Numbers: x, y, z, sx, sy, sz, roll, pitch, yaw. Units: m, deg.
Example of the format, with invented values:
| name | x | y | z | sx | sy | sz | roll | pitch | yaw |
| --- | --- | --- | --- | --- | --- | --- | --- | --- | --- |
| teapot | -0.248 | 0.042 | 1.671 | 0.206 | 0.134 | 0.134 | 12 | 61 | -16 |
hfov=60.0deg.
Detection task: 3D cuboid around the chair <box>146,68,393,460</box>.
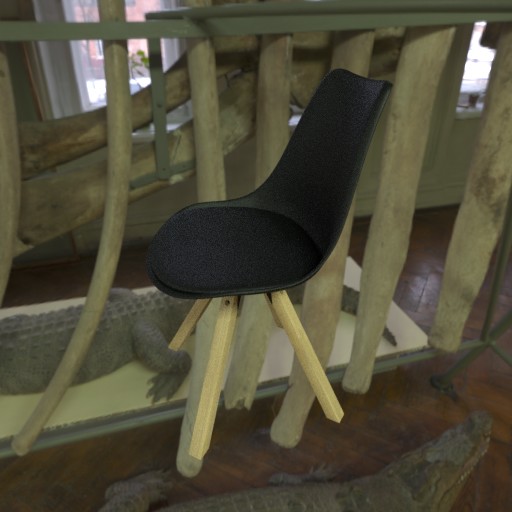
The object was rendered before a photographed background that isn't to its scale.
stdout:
| name | x | y | z | sx | sy | sz | roll | pitch | yaw |
| --- | --- | --- | --- | --- | --- | --- | --- | --- | --- |
| chair | 0.000 | 0.000 | 1.136 | 0.549 | 0.850 | 0.485 | -9 | 31 | -15 |
